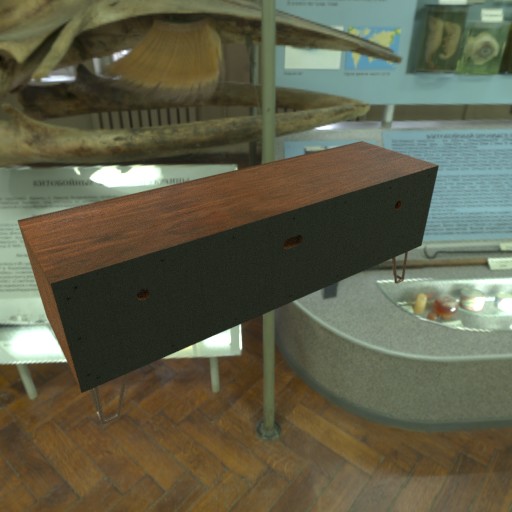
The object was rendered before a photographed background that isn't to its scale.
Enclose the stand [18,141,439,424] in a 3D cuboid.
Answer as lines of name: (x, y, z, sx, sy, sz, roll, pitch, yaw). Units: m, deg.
stand: (0.000, 0.000, 1.872, 1.626, 0.610, 0.481, -19, 36, -29)
